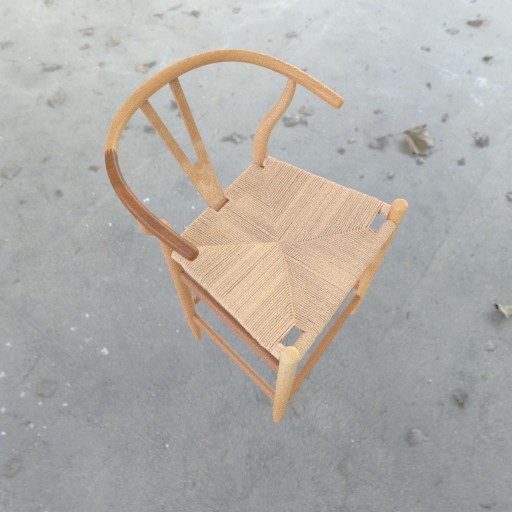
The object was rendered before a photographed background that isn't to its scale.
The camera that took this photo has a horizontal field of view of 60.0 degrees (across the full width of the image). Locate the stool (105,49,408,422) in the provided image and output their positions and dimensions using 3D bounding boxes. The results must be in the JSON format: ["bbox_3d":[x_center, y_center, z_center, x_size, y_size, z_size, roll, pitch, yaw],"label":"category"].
[{"bbox_3d":[0.000,0.000,1.254,0.575,0.923,0.536,33,64,18],"label":"stool"}]
